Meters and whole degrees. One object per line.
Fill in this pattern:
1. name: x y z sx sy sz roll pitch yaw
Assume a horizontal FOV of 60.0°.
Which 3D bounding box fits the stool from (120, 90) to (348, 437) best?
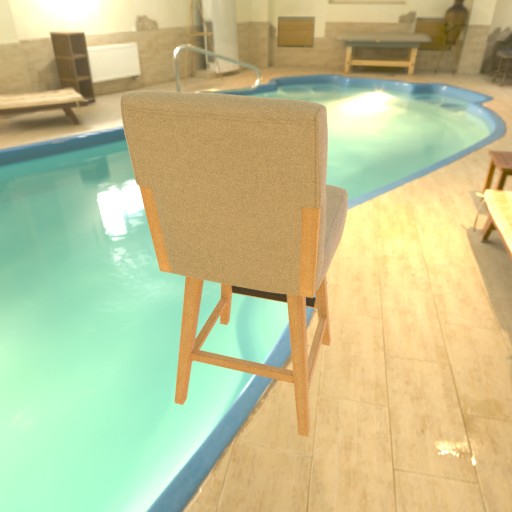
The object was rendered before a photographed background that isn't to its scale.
1. stool: 0.000 0.000 1.412 0.507 1.085 0.606 9 32 14
